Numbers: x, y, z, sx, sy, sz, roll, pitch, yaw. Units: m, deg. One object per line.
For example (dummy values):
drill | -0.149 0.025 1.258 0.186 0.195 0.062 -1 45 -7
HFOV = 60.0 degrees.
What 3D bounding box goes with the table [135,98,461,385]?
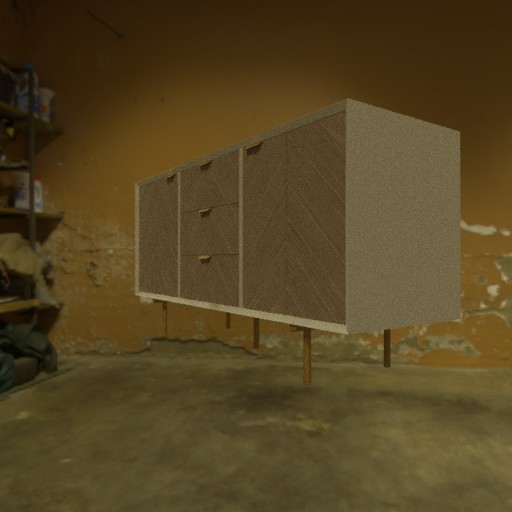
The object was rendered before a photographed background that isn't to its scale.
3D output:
table | 0.000 0.000 1.852 0.508 0.769 1.500 0 -1 -35
